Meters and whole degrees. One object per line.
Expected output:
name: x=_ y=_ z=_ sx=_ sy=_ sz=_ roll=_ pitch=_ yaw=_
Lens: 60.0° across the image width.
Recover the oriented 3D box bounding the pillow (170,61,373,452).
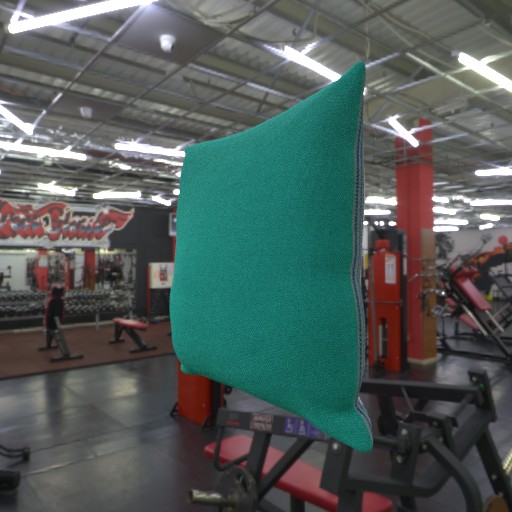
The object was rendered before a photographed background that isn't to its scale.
pillow: x=0.000 y=0.000 z=0.668 sx=0.182 sy=0.441 sz=0.440 roll=1 pitch=-2 yaw=-37
